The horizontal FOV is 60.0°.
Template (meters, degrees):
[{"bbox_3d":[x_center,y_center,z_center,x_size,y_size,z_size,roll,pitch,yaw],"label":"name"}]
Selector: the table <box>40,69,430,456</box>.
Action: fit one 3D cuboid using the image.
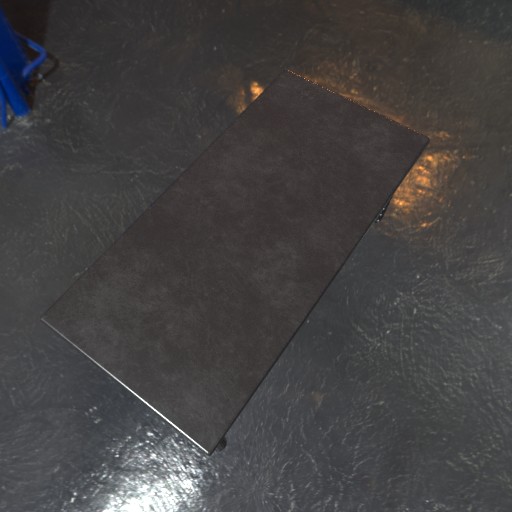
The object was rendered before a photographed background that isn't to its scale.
[{"bbox_3d":[0.000,0.000,1.516,0.580,0.487,1.171,32,67,16],"label":"table"}]
